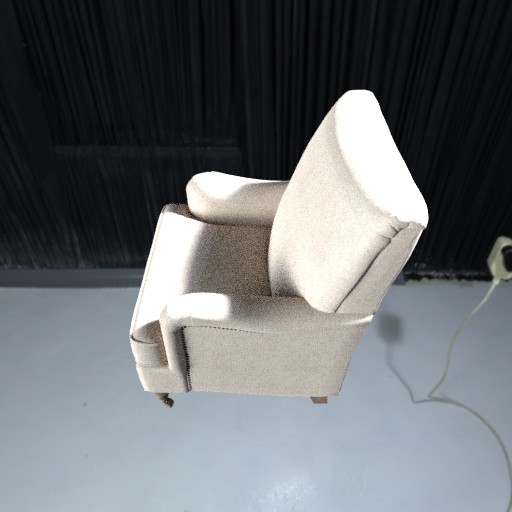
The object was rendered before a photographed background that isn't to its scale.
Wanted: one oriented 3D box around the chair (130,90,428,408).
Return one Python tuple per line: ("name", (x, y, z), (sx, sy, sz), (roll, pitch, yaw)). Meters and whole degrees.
("chair", (0.000, 0.000, 1.852), (0.953, 1.119, 0.879), (0, 42, 0))
